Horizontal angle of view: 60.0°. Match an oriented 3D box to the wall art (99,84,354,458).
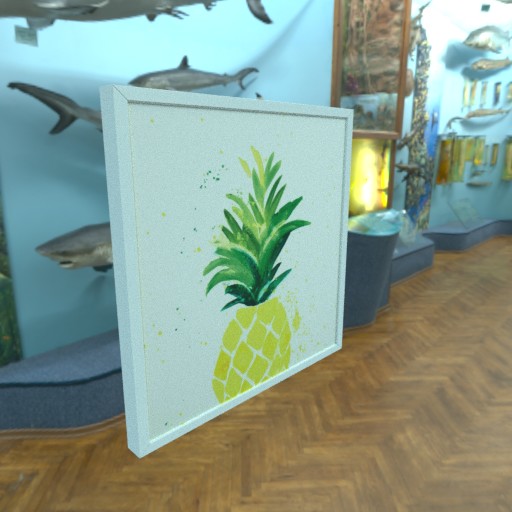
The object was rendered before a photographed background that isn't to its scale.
[{"bbox_3d":[0.000,0.000,0.462,0.020,0.307,0.307,13,19,43],"label":"wall art"}]
